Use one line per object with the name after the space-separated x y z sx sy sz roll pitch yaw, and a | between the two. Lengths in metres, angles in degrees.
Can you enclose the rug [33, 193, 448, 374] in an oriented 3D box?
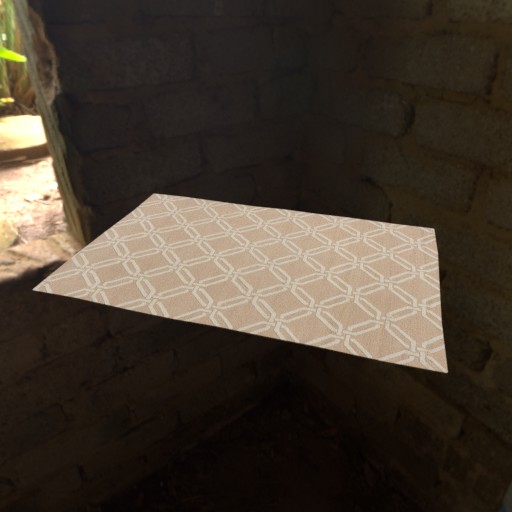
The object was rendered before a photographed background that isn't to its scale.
0.000 0.000 2.213 1.745 0.010 1.146 9 32 14 | rug
